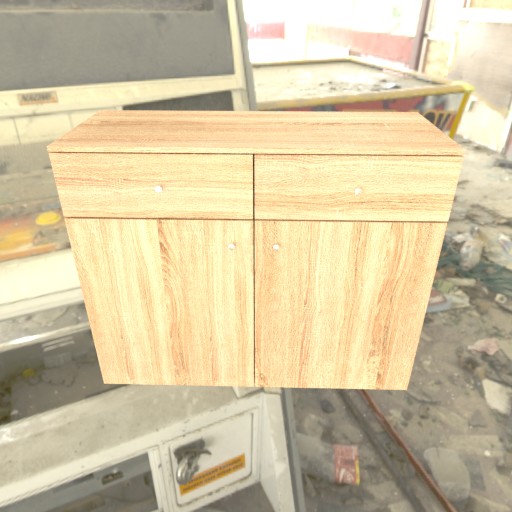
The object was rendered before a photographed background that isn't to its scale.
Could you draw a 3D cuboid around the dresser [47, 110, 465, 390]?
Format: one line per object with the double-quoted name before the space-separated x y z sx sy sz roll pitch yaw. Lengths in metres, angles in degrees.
"dresser" 0.000 0.000 1.570 1.100 0.900 0.450 1 30 1
